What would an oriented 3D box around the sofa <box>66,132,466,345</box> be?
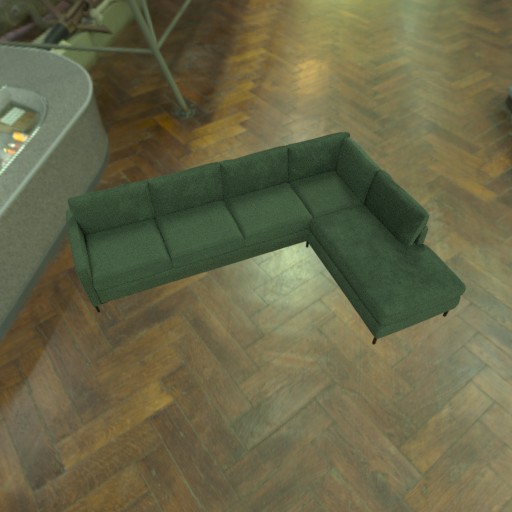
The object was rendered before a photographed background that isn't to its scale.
[{"bbox_3d":[0.000,0.000,3.268,2.486,0.687,1.707,-17,50,-15],"label":"sofa"}]
